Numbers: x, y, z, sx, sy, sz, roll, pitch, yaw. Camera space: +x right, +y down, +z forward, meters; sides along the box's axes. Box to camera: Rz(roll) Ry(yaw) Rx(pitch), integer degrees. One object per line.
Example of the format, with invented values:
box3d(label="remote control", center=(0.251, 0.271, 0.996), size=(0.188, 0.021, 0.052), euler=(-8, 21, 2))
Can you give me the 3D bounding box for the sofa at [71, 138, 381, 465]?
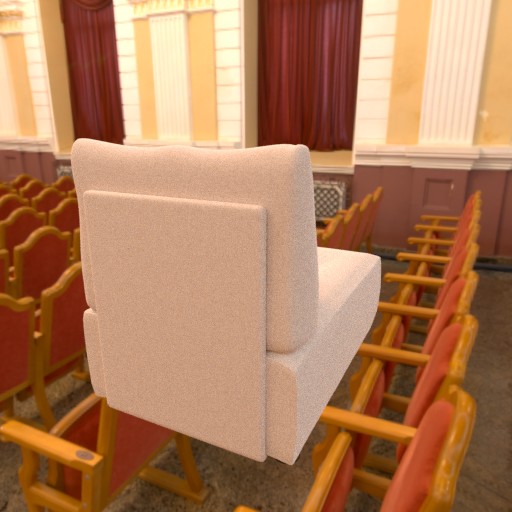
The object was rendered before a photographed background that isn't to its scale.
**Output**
box3d(label="sofa", center=(0.000, 0.000, 1.564), size=(0.700, 0.820, 1.000), euler=(8, 19, 25))
